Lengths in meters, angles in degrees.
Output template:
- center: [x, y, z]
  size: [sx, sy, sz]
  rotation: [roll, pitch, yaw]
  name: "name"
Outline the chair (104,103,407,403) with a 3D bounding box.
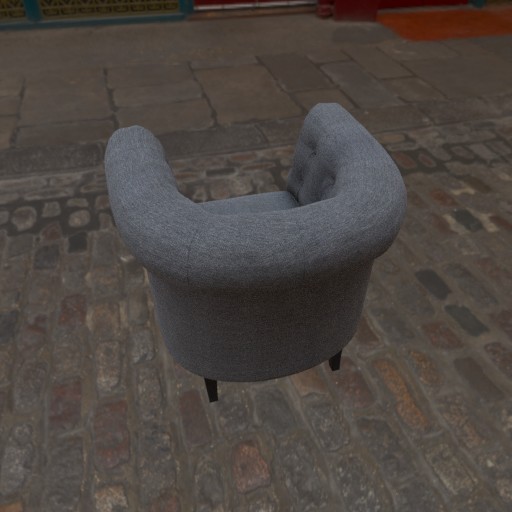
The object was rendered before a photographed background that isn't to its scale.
- center: [0.000, 0.000, 1.598]
  size: [0.905, 0.827, 0.852]
  rotation: [-11, 43, -12]
  name: "chair"
